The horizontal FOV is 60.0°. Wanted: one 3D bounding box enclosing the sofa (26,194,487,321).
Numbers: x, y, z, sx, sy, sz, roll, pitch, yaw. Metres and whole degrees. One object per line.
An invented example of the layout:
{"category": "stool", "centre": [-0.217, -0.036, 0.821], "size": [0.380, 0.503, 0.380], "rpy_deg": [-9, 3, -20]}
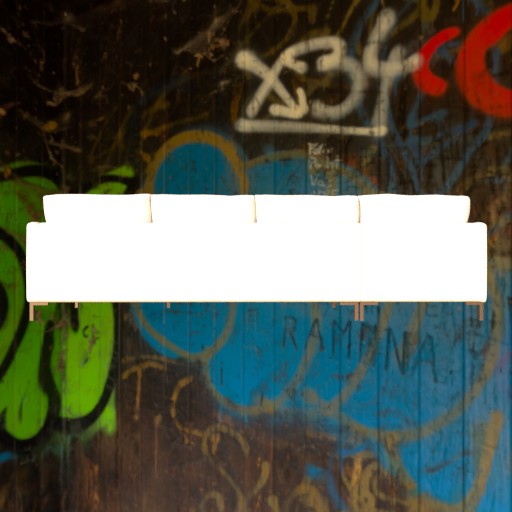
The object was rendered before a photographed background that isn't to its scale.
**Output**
{"category": "sofa", "centre": [0.000, 0.000, 3.498], "size": [2.737, 0.756, 1.879], "rpy_deg": [0, 0, -1]}
